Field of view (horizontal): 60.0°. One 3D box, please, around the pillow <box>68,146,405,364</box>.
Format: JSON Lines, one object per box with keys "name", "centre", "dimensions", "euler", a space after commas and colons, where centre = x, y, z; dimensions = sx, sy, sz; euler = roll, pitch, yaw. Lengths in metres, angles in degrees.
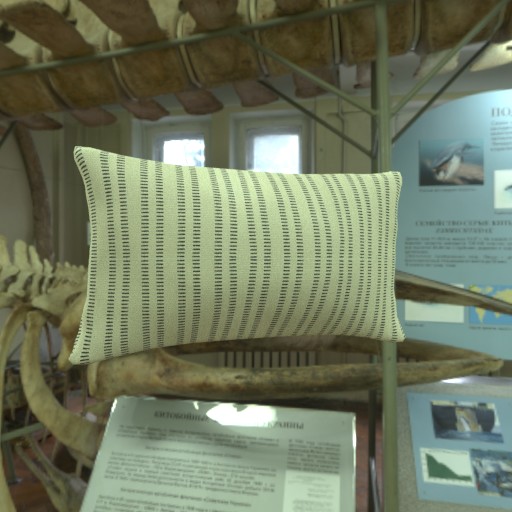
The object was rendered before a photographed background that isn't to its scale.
{"name": "pillow", "centre": [0.000, 0.000, 0.822], "dimensions": [0.640, 0.353, 0.210], "euler": [0, 0, -20]}
